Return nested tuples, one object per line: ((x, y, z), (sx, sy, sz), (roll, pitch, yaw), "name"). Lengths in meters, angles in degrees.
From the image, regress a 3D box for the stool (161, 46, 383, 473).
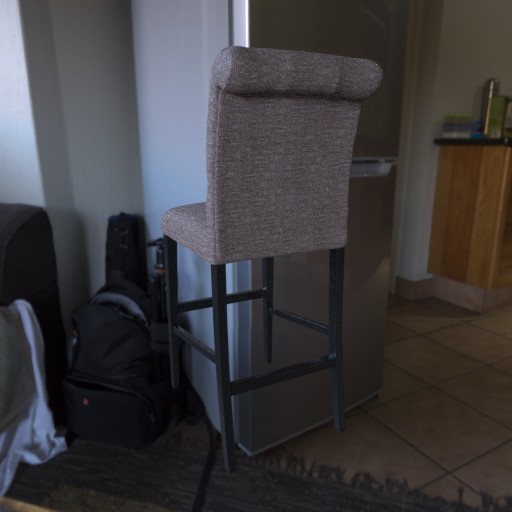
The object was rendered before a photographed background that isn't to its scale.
((0.000, 0.000, 1.424), (0.452, 1.131, 0.613), (-8, 17, -27), "stool")
